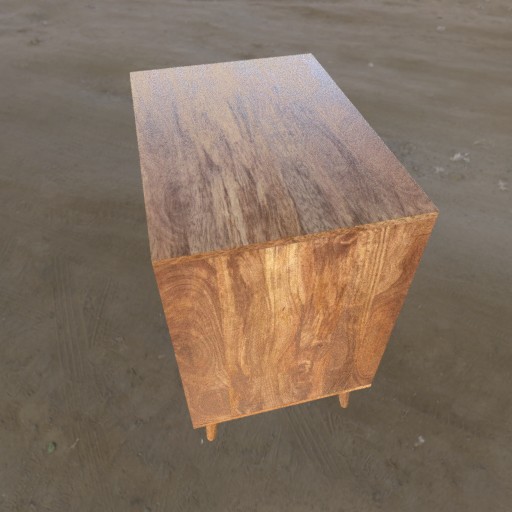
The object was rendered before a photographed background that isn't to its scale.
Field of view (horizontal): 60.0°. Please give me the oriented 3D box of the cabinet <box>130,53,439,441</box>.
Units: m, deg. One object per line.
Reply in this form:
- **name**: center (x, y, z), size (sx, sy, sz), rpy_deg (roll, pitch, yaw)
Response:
- **cabinet**: center (0.000, 0.000, 1.175), size (0.473, 0.758, 0.647), rpy_deg (-10, 47, -10)
